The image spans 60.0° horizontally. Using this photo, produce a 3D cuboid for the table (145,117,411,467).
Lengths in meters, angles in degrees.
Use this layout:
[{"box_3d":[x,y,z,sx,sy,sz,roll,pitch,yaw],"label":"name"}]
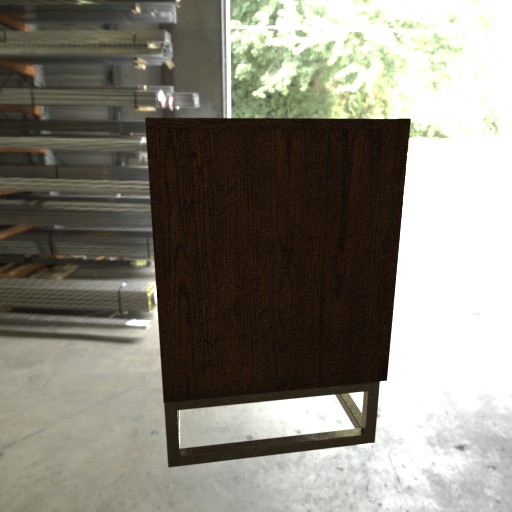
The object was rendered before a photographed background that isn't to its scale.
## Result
[{"box_3d":[0.000,0.000,1.286,0.542,0.746,0.767,-3,16,-9],"label":"table"}]
